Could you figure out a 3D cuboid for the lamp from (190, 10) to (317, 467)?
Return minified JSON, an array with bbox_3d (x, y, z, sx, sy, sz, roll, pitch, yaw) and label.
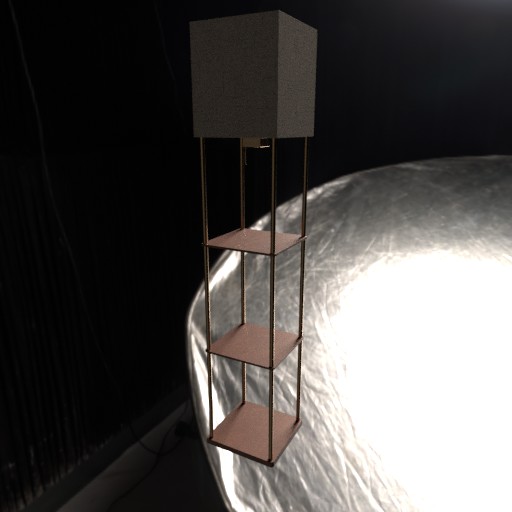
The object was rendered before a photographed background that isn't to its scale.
[{"bbox_3d":[0.000,0.000,1.671,0.310,1.569,0.308,8,18,27],"label":"lamp"}]
